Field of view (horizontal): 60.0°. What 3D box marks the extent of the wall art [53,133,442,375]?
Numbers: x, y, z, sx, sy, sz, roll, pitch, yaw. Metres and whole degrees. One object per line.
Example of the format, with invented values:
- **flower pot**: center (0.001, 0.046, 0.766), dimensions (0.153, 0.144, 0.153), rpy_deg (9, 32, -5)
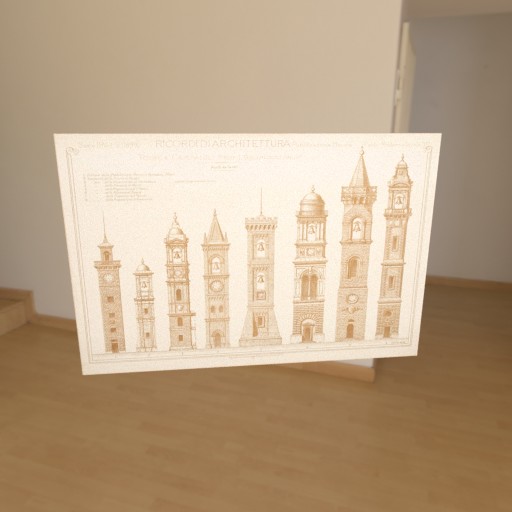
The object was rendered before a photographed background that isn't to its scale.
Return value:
- **wall art**: center (0.000, 0.000, 1.139), dimensions (0.915, 0.608, 0.033), rpy_deg (-2, 16, -6)
